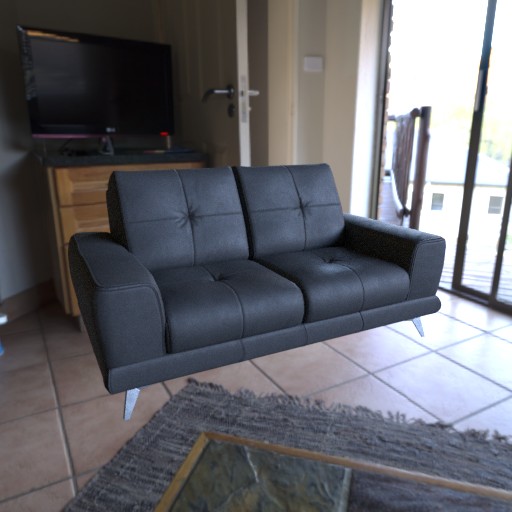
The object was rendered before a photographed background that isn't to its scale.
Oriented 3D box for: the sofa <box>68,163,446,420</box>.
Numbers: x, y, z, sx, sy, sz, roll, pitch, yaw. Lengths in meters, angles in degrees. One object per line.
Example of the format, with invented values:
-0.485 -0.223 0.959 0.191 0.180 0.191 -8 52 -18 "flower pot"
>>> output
0.000 0.000 2.368 1.806 0.907 1.018 -8 17 -26 "sofa"
